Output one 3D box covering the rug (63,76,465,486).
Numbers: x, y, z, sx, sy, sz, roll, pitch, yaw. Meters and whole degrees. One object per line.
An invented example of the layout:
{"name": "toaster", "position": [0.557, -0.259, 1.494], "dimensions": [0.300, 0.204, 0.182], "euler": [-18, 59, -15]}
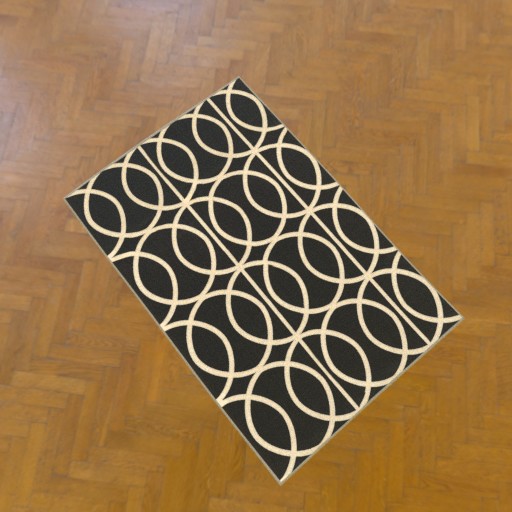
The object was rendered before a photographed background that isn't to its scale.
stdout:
{"name": "rug", "position": [0.000, 0.000, 2.892], "dimensions": [1.528, 0.014, 2.294], "euler": [-38, 78, -9]}
